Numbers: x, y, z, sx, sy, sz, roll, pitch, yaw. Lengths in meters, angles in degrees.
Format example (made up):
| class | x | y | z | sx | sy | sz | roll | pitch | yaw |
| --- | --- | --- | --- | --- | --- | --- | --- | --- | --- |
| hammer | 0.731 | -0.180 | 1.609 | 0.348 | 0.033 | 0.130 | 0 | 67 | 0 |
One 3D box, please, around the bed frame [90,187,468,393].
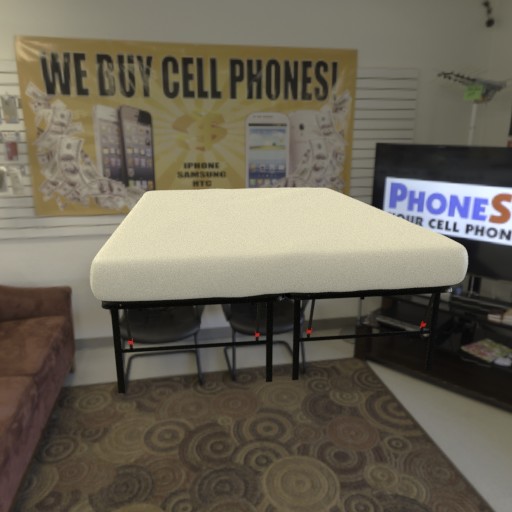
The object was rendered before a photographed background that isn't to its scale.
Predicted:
| class | x | y | z | sx | sy | sz | roll | pitch | yaw |
| --- | --- | --- | --- | --- | --- | --- | --- | --- | --- |
| bed frame | 0.000 | 0.000 | 2.846 | 1.584 | 0.667 | 2.151 | -2 | 16 | -7 |
